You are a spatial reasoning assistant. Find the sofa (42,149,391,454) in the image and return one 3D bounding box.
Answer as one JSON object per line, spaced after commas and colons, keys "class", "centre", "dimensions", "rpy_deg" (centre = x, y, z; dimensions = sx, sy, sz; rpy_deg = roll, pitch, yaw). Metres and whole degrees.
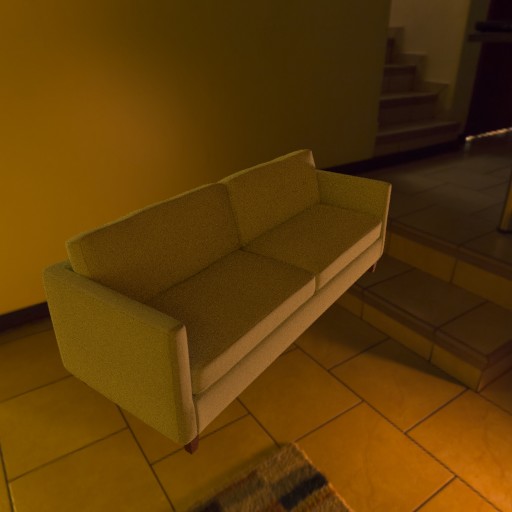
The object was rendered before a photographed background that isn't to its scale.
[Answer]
{"class": "sofa", "centre": [0.000, 0.000, 2.952], "dimensions": [0.948, 0.965, 2.434], "rpy_deg": [18, 32, 31]}
